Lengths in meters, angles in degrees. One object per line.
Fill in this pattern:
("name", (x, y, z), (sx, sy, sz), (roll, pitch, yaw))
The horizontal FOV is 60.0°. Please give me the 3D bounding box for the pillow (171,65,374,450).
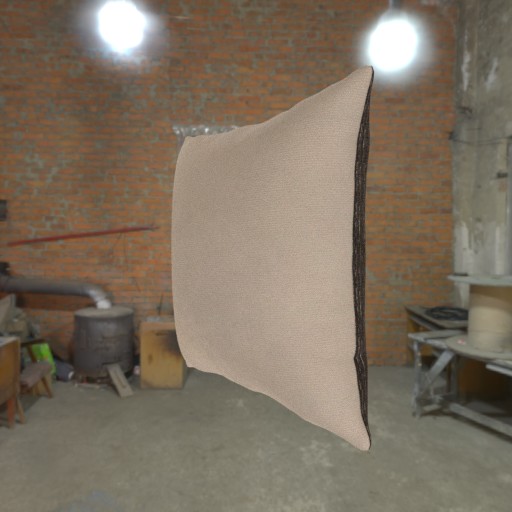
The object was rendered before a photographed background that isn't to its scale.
("pillow", (0.000, 0.000, 0.666), (0.196, 0.434, 0.433), (-2, 3, -37))
